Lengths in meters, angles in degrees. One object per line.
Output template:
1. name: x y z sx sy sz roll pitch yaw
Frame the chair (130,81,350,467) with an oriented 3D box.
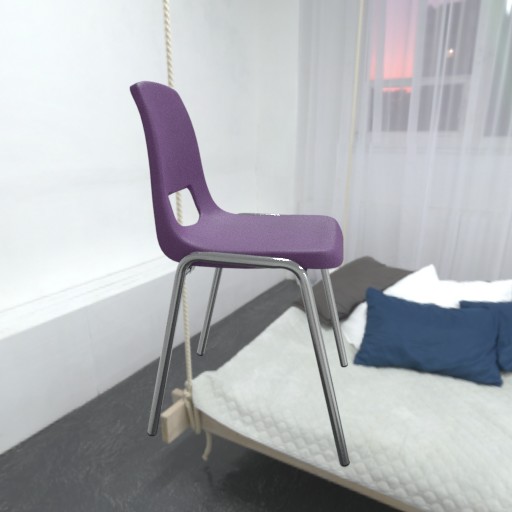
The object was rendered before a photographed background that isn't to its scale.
1. chair: 0.000 0.000 0.952 0.432 0.704 0.381 3 17 10
